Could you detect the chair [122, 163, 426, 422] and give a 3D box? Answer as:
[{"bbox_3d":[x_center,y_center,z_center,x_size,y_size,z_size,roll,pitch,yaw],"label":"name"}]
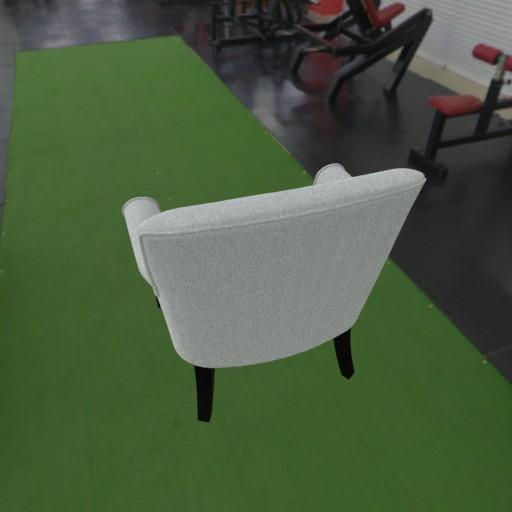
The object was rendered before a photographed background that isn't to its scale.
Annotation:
[{"bbox_3d":[0.000,0.000,1.481,0.781,0.875,0.750,-12,41,-14],"label":"chair"}]
